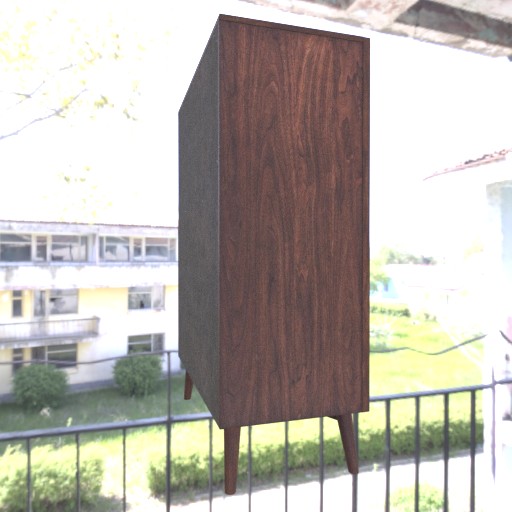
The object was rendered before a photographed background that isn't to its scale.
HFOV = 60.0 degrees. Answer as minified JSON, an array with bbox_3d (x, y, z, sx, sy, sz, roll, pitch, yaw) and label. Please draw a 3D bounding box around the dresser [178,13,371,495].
[{"bbox_3d":[0.000,0.000,1.755,0.498,1.365,0.919,0,1,-17],"label":"dresser"}]
